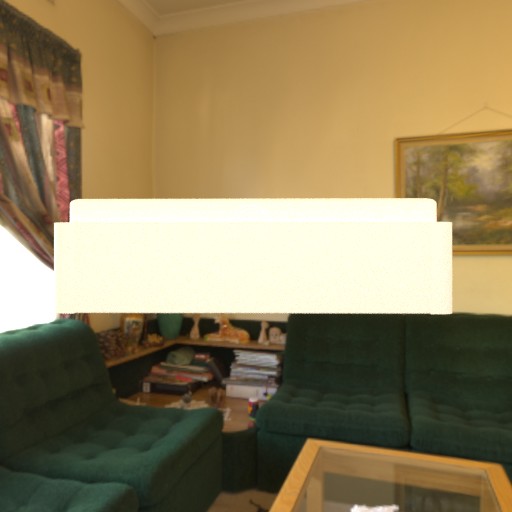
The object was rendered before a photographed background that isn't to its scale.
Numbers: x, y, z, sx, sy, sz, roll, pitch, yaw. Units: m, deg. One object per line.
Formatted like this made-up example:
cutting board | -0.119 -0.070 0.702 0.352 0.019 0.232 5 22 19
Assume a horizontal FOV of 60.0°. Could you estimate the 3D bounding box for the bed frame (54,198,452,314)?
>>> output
bed frame | 0.000 0.000 2.472 1.400 0.406 1.900 0 0 1
